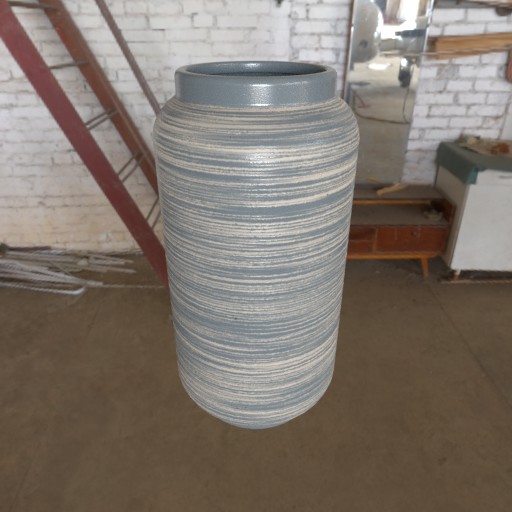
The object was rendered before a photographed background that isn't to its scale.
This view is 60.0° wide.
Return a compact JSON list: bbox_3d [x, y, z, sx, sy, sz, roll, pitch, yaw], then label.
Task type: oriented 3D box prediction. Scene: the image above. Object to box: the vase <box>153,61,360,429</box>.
[{"bbox_3d":[0.000,0.000,0.292,0.116,0.230,0.116,0,29,0],"label":"vase"}]
